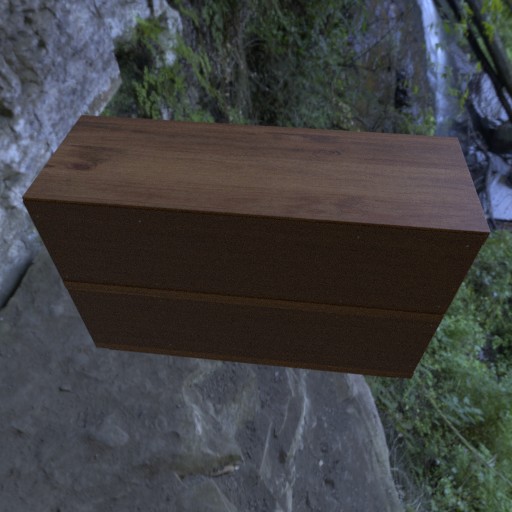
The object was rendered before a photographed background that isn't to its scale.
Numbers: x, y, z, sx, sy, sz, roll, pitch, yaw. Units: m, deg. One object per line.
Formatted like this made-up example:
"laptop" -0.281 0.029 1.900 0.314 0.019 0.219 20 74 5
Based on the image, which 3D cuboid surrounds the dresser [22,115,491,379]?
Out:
"dresser" 0.000 0.000 1.638 1.261 0.825 0.479 5 48 4
